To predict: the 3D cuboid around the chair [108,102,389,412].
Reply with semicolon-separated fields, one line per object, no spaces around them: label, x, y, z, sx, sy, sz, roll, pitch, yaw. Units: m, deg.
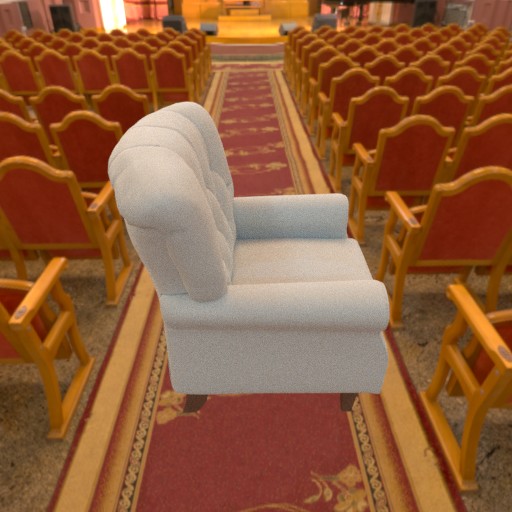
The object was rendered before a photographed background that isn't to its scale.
chair;0.000;0.000;2.070;1.128;1.217;1.090;0;33;0
